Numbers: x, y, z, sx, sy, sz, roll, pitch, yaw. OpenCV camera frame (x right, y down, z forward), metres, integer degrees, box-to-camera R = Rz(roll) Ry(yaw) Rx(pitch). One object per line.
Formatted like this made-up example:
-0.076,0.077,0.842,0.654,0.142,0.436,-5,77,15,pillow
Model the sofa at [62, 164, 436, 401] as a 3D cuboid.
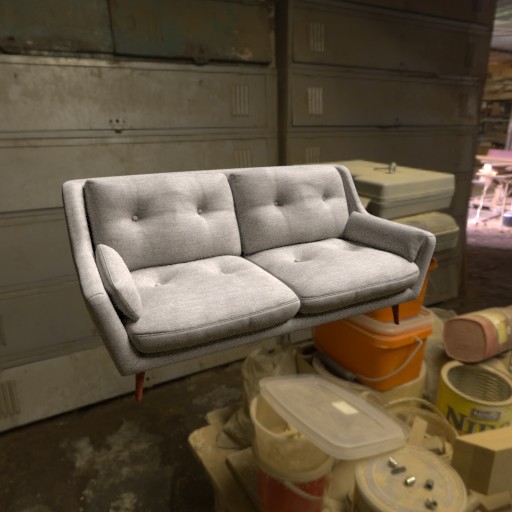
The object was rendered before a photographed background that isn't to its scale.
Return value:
0.000,0.000,2.489,1.930,0.897,0.976,-9,20,-27,sofa
